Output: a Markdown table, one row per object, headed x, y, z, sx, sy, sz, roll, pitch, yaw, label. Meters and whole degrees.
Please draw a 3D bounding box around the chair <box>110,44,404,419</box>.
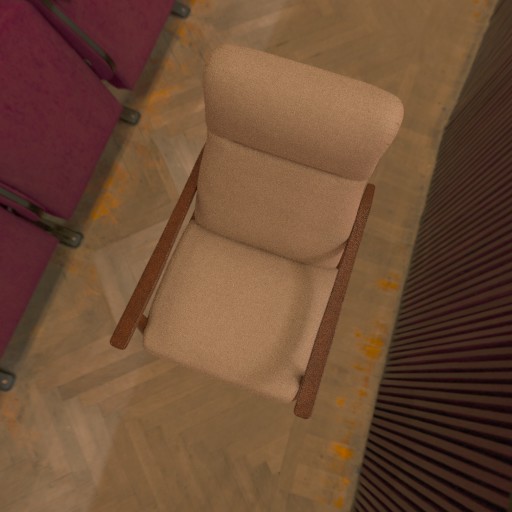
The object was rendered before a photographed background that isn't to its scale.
| x | y | z | sx | sy | sz | roll | pitch | yaw | label |
| --- | --- | --- | --- | --- | --- | --- | --- | --- | --- |
| 0.000 | 0.000 | 1.771 | 0.762 | 1.082 | 1.030 | 19 | 75 | 5 | chair |
